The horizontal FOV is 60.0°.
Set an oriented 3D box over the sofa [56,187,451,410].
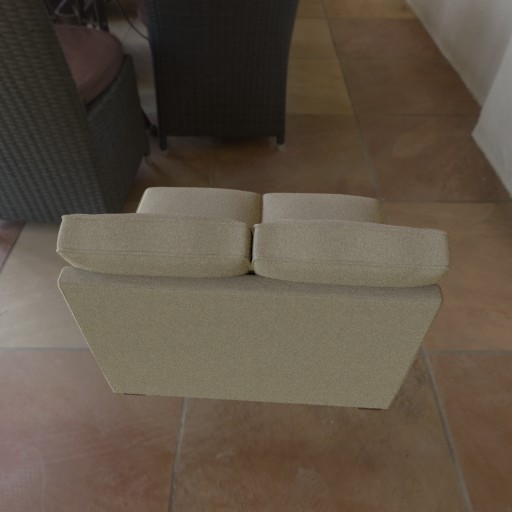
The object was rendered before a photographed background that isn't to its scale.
[{"bbox_3d":[0.000,0.000,1.946,1.237,1.008,0.951,3,46,2],"label":"sofa"}]
